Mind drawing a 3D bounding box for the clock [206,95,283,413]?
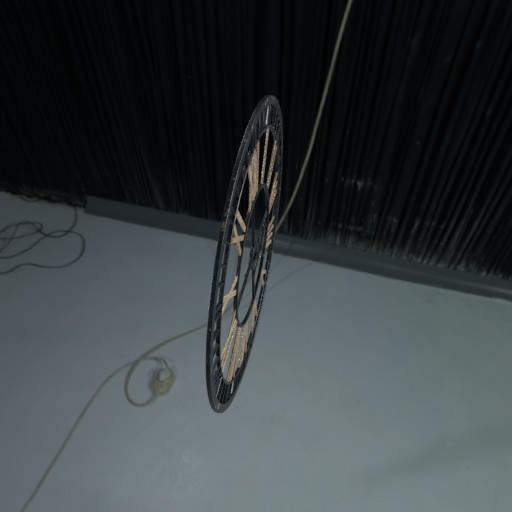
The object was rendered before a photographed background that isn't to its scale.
[{"bbox_3d":[0.000,0.000,1.231,0.025,0.843,0.843,9,49,8],"label":"clock"}]
